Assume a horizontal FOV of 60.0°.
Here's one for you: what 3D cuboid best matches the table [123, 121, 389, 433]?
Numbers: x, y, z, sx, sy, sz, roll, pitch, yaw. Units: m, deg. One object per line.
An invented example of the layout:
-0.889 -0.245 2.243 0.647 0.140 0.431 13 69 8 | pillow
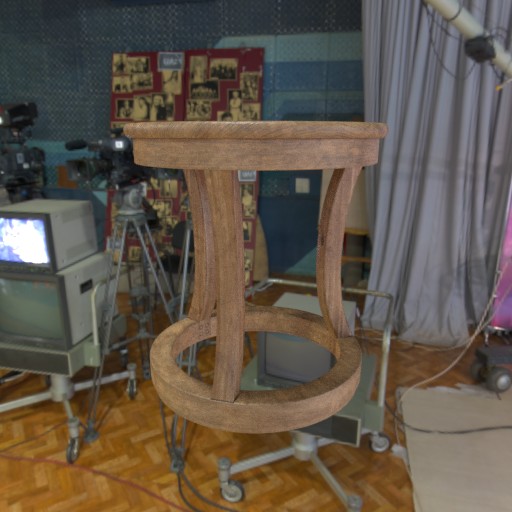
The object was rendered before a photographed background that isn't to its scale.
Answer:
0.000 0.000 0.808 0.432 0.460 0.432 0 15 0 | table
